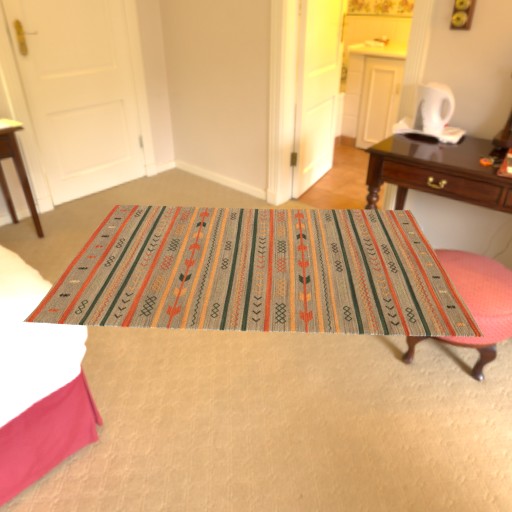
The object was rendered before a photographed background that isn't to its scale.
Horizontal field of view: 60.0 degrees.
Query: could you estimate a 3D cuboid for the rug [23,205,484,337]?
[{"bbox_3d":[0.000,0.000,2.991,2.439,0.029,1.537,1,31,2],"label":"rug"}]
